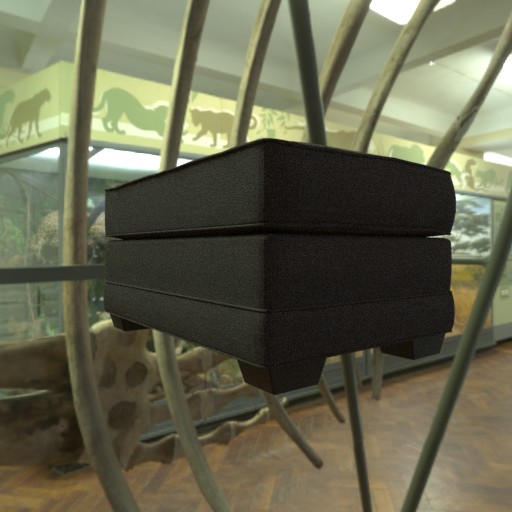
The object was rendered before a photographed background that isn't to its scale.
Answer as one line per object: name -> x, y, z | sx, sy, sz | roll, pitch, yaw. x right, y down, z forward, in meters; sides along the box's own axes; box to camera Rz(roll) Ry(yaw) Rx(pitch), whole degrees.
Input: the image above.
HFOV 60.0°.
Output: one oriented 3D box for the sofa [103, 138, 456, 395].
sofa -> 0.000, 0.000, 1.214 | 0.578, 0.457, 0.854 | -1, 1, -36
